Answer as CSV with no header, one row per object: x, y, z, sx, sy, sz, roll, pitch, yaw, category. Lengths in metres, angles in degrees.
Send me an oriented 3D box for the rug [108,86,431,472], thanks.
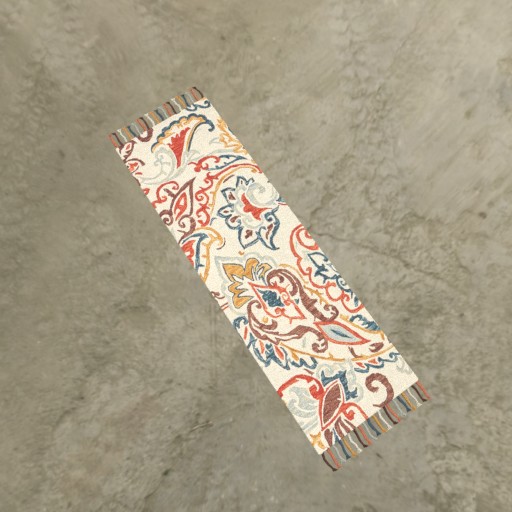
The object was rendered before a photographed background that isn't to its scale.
0.000,0.000,2.943,0.763,0.015,2.682,-33,77,-9,rug
